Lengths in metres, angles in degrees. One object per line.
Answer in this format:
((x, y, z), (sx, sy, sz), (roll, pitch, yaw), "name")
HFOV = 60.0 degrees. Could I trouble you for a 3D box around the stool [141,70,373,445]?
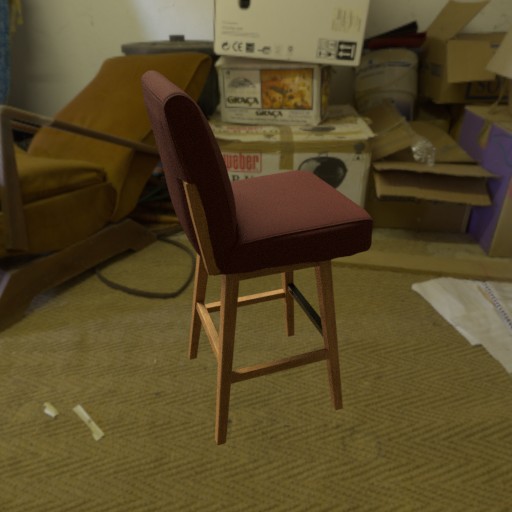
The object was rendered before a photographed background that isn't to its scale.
((0.000, 0.000, 1.422), (0.562, 1.093, 0.468), (-10, 31, -17), "stool")
